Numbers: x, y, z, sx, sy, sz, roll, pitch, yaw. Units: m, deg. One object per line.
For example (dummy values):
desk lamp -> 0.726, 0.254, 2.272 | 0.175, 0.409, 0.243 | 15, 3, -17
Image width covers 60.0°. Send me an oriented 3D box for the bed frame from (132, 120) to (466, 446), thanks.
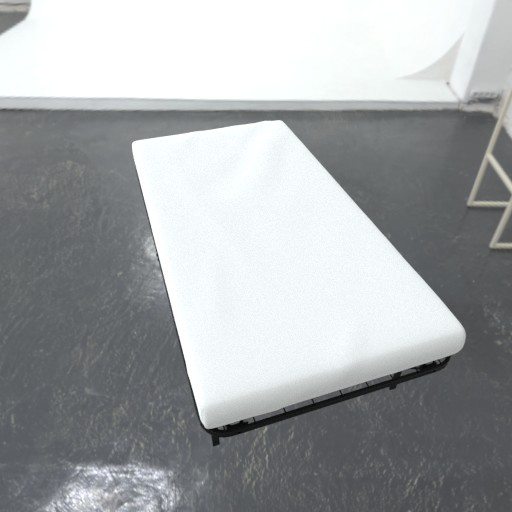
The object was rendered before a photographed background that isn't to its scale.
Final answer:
bed frame -> 0.000, 0.000, 2.300 | 0.989, 0.619, 1.903 | -12, 43, -14
